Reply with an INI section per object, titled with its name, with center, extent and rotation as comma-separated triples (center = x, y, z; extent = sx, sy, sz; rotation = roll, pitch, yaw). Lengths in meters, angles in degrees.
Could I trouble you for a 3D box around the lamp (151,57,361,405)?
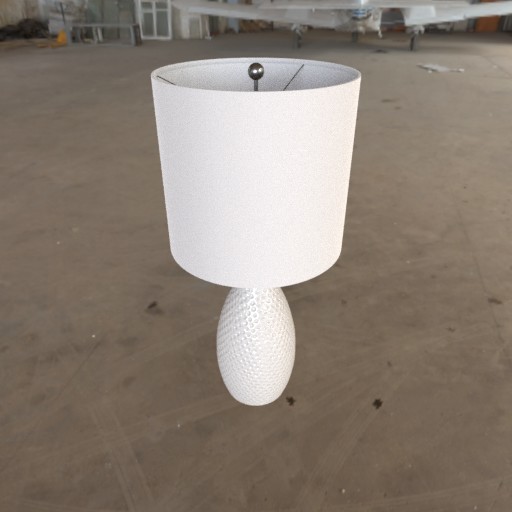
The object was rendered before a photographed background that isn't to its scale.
[lamp]
center = 0.000, 0.000, 0.577
extent = 0.214, 0.466, 0.214
rotation = 19, 36, 28
